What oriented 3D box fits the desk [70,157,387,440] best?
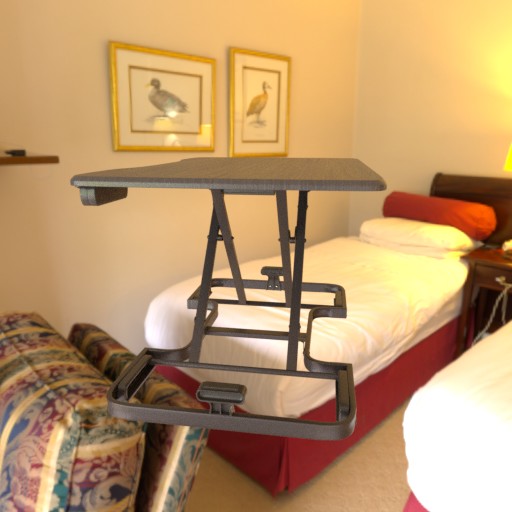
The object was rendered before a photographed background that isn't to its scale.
[{"bbox_3d":[0.000,0.000,1.157,0.546,0.470,0.820,2,15,9],"label":"desk"}]
